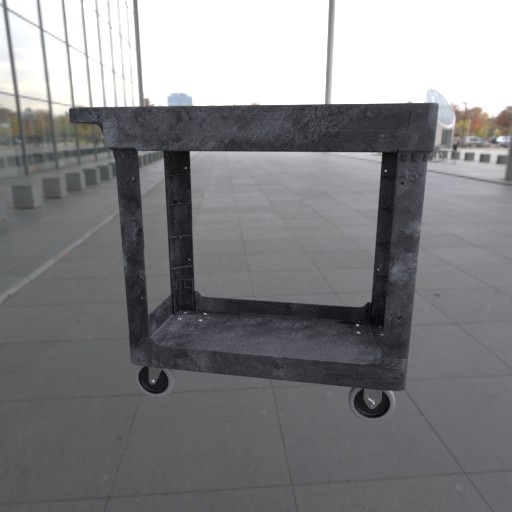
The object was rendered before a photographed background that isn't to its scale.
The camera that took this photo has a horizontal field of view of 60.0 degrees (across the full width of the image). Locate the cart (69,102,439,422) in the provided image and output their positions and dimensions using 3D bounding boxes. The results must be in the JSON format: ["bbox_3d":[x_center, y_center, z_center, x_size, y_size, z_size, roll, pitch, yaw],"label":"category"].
[{"bbox_3d":[0.000,0.000,1.316,0.877,0.824,0.420,3,15,10],"label":"cart"}]
